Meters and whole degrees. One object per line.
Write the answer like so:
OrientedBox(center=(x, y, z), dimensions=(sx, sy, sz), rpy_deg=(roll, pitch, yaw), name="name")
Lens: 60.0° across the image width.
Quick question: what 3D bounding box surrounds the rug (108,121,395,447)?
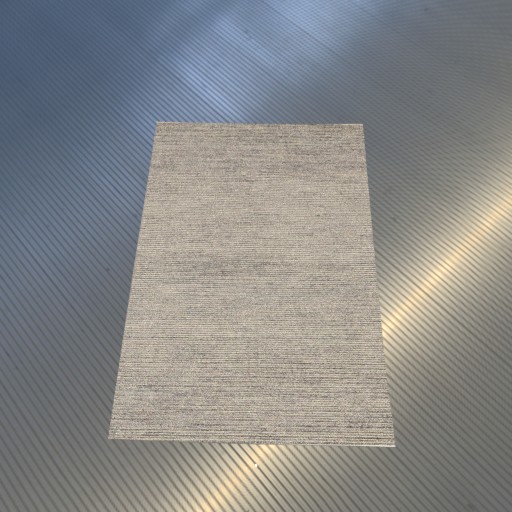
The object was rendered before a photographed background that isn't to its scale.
OrientedBox(center=(0.000, 0.000, 2.949), dimensions=(1.604, 0.030, 2.307), rpy_deg=(1, 65, 1), name="rug")
